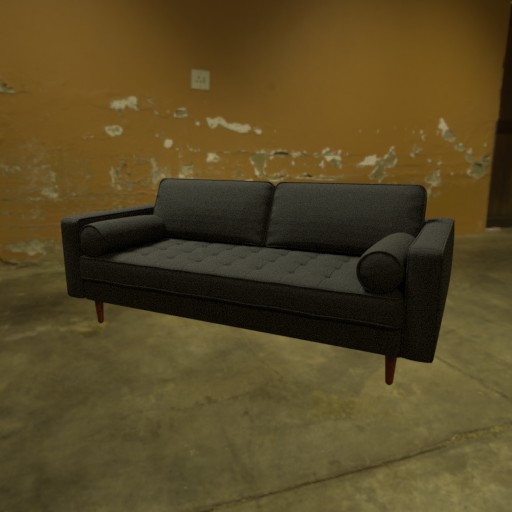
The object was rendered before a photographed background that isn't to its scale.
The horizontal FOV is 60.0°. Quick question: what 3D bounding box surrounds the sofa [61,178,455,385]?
[{"bbox_3d":[0.000,0.000,2.345,1.875,0.759,0.914,6,14,25],"label":"sofa"}]
